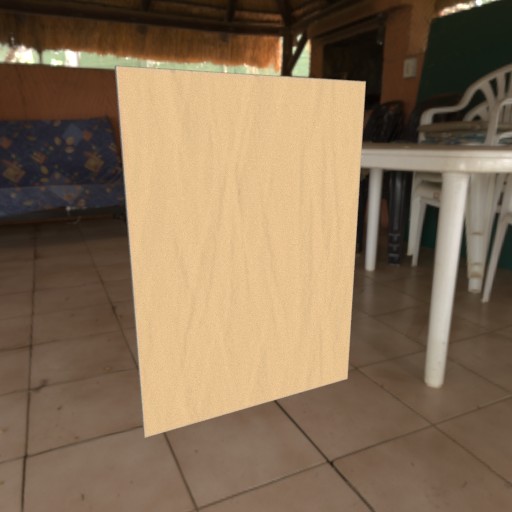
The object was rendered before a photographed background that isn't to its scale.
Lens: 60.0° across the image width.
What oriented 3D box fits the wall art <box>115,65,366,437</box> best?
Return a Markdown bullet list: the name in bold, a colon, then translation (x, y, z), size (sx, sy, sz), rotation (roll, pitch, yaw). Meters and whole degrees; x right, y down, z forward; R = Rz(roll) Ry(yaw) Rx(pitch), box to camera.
- **wall art**: translation (0.000, 0.000, 1.464), size (0.810, 1.116, 0.016), rotation (-7, 17, -25)
